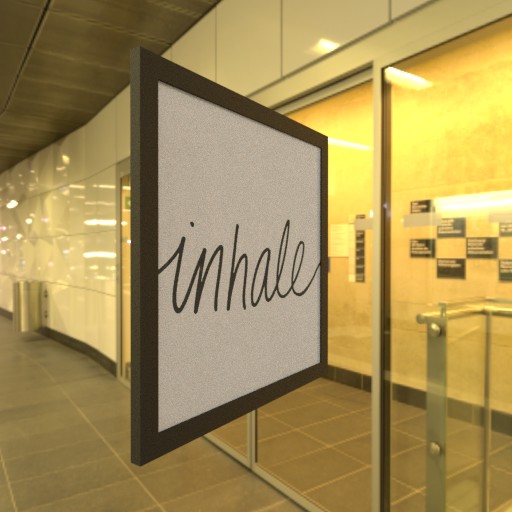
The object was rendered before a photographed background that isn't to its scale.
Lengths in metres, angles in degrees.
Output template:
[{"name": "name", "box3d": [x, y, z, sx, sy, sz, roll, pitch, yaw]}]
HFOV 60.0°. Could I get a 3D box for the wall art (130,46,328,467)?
[{"name": "wall art", "box3d": [0.000, 0.000, 0.523, 0.013, 0.356, 0.356, 0, 1, 35]}]
